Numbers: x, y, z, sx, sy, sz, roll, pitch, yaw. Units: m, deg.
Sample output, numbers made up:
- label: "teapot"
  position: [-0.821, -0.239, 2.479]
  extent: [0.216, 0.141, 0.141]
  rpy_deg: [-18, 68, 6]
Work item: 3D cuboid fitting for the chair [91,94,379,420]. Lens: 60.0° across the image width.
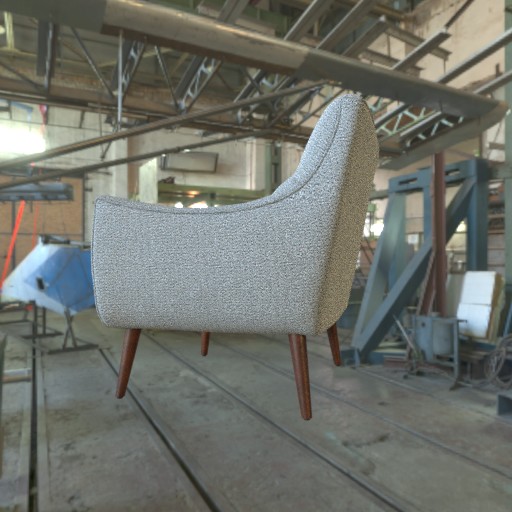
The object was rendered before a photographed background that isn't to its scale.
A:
- label: "chair"
  position: [0.000, 0.000, 1.487]
  extent: [0.787, 0.838, 0.762]
  rpy_deg: [0, 0, 18]
